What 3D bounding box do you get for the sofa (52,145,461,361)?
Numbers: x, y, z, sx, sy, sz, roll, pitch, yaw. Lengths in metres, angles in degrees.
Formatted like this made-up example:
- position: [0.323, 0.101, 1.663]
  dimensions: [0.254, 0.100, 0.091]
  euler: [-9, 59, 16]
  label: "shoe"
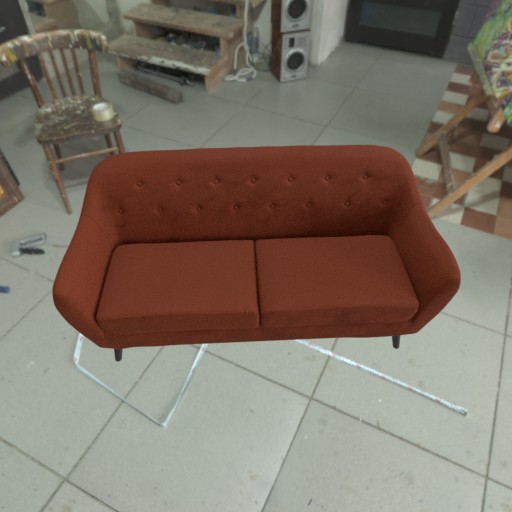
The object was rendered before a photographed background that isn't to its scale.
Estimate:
- position: [0.000, 0.000, 2.340]
  dimensions: [1.840, 0.836, 0.820]
  euler: [-2, 47, -2]
  label: "sofa"
